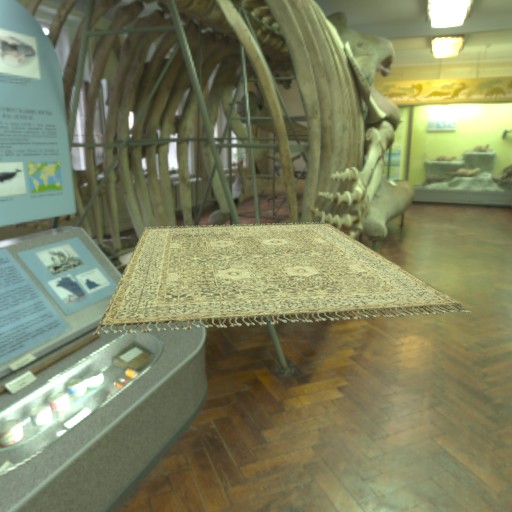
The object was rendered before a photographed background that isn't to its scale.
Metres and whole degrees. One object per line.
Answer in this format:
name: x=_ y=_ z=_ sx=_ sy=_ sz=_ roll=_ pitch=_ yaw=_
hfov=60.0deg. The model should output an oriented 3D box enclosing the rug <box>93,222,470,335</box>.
rug: x=0.000 y=0.000 z=4.340 sx=2.431 sy=0.017 sz=3.291 roll=-2 pitch=15 yaw=-8
